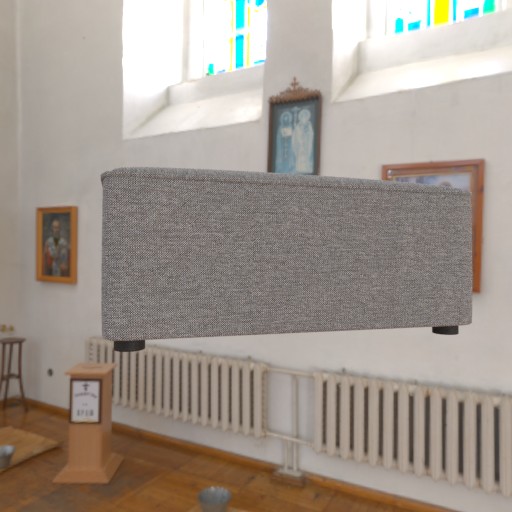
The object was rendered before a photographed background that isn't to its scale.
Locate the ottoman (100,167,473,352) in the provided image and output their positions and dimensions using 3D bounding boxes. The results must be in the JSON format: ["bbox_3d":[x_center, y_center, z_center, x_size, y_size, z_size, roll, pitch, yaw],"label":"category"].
[{"bbox_3d":[0.000,0.000,1.571,1.005,0.455,1.005,0,-1,-16],"label":"ottoman"}]
